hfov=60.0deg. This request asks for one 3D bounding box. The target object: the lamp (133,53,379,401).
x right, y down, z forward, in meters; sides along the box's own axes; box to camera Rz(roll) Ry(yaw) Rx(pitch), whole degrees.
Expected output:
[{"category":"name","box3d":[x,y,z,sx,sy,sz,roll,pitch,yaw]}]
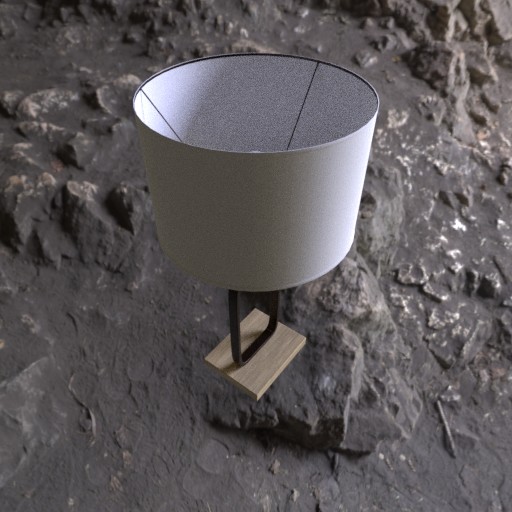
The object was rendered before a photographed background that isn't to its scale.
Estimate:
[{"category":"lamp","box3d":[0.000,0.000,0.681,0.279,0.508,0.279,27,49,27]}]
